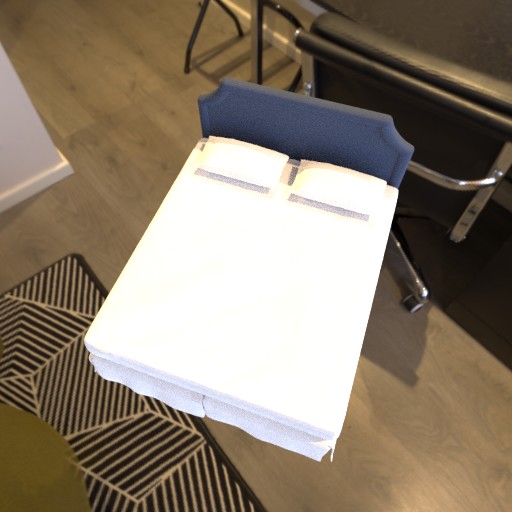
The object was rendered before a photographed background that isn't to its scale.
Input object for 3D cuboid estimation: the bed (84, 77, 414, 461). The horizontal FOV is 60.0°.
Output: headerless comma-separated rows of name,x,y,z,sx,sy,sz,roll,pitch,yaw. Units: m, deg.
bed,0.000,0.000,4.082,2.350,1.488,2.773,17,60,10
